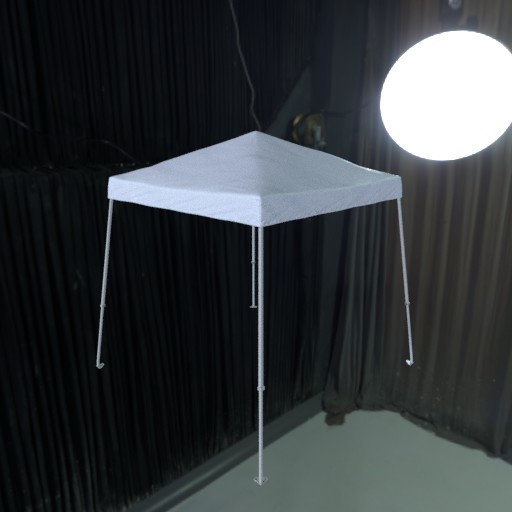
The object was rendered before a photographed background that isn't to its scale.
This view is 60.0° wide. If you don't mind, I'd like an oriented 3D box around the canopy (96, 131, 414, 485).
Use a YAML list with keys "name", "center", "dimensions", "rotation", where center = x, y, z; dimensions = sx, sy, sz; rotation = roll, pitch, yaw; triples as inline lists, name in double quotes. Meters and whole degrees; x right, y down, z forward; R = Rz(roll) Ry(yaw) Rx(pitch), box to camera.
- name: "canopy"
  center: [0.000, 0.000, 6.632]
  dimensions: [3.600, 3.600, 3.599]
  rotation: [14, 21, 42]
